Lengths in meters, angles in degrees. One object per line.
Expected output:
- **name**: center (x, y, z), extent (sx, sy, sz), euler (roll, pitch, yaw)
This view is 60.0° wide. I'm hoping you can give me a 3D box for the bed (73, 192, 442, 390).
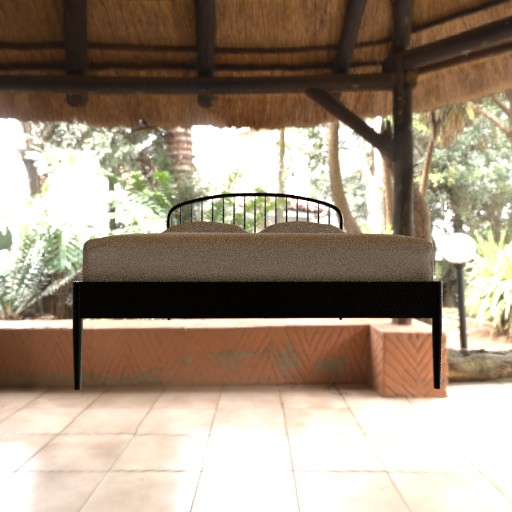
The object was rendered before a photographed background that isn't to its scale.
- **bed**: center (0.000, 0.000, 2.997), extent (1.618, 1.166, 2.159), euler (0, 0, 0)
